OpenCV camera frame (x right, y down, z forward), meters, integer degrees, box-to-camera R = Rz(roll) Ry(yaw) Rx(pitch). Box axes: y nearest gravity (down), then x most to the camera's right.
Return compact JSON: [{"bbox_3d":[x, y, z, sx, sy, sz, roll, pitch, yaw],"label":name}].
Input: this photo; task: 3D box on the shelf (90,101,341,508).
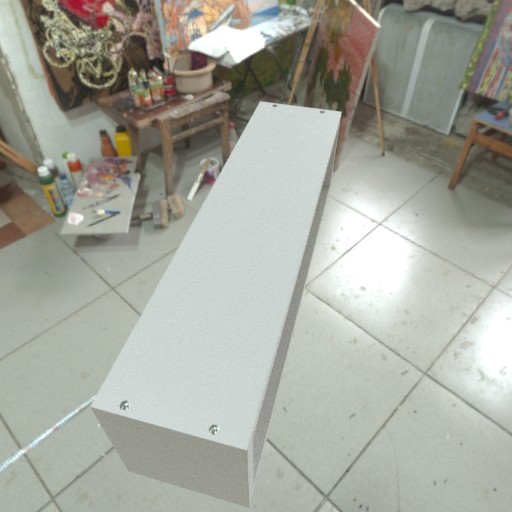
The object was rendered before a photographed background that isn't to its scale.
[{"bbox_3d":[0.000,0.000,0.658,0.150,0.170,0.610,11,47,11],"label":"shelf"}]
